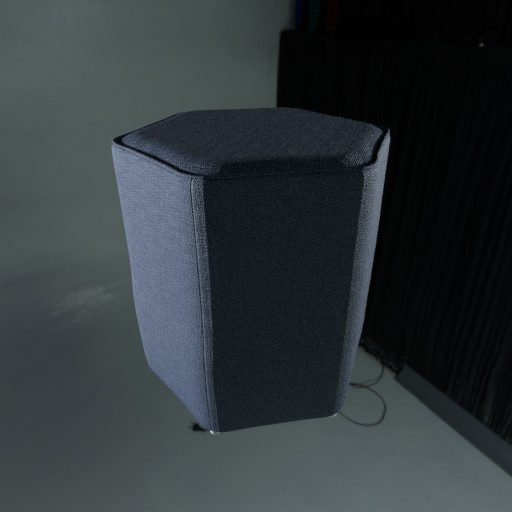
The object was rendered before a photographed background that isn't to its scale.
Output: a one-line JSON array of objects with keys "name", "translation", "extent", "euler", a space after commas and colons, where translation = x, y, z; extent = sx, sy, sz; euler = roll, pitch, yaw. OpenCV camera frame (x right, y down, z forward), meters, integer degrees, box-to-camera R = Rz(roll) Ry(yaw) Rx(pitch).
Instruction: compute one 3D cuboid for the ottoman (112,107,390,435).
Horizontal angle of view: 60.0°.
[{"name": "ottoman", "translation": [0.000, 0.000, 0.885], "extent": [0.454, 0.505, 0.492], "euler": [-20, 34, -31]}]
